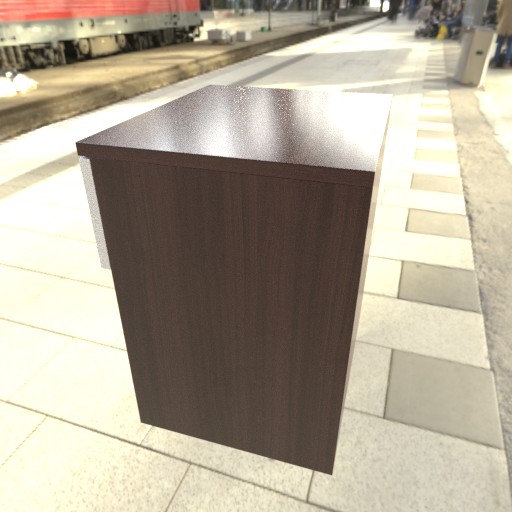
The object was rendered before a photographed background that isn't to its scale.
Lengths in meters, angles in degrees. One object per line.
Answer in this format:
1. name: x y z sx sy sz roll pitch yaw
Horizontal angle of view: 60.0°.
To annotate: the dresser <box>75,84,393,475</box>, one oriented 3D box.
1. dresser: 0.000 0.000 0.748 0.360 0.470 0.400 9 31 15
